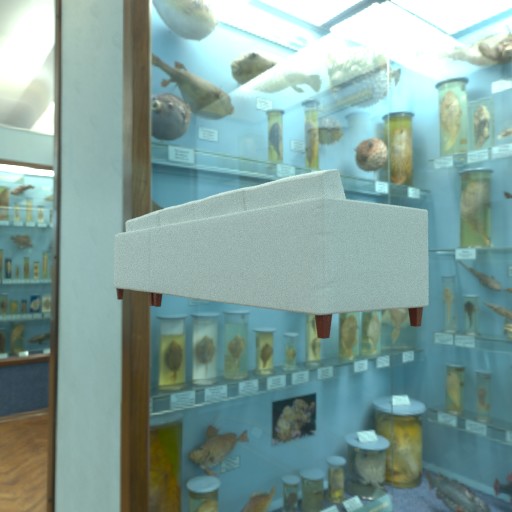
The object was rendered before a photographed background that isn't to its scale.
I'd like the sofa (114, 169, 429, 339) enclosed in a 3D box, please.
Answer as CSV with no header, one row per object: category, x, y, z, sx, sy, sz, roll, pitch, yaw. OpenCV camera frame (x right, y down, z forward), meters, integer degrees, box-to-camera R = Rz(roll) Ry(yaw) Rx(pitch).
sofa,0.000,0.000,4.153,1.606,0.954,3.471,1,-2,-35
